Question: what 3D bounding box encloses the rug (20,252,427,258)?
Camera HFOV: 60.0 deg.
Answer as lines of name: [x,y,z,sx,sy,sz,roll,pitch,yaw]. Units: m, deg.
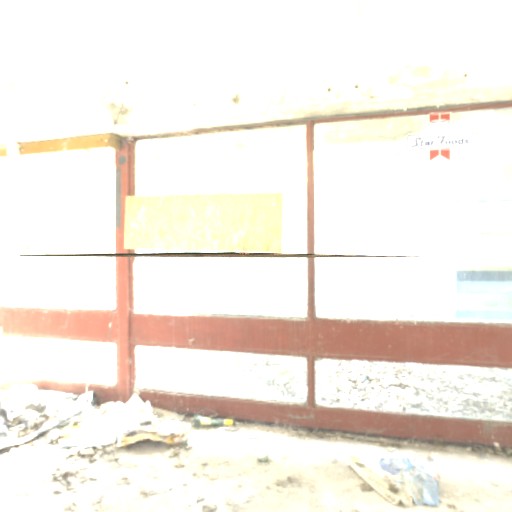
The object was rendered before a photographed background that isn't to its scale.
rug: [0.000,0.000,2.897,1.522,0.010,2.311,0,-1,37]
